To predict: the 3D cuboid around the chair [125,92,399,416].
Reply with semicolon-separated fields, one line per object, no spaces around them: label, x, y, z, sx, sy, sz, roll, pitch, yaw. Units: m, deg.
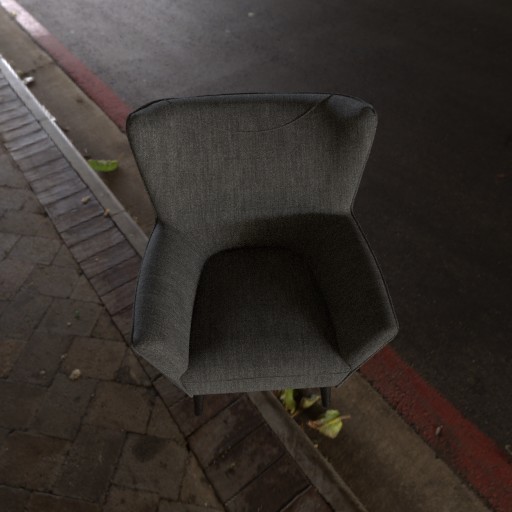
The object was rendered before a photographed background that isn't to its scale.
chair;0.000;0.000;1.592;0.781;0.933;0.888;-3;47;-3
